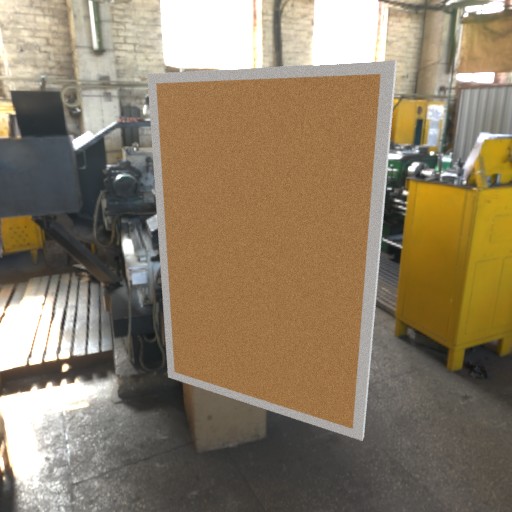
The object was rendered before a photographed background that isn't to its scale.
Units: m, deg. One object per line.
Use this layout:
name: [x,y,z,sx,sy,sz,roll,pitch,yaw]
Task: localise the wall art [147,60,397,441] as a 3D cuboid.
wall art: [0.000,0.000,0.838,0.456,0.656,0.013,9,20,26]
